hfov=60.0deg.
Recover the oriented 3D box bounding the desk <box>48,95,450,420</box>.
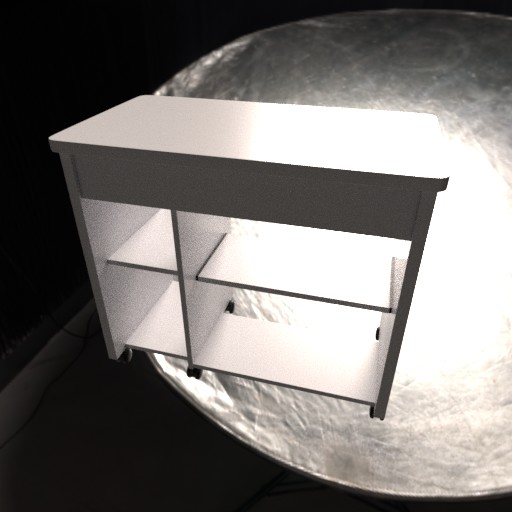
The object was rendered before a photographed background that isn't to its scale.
[{"bbox_3d":[0.000,0.000,1.302,0.877,0.763,0.475,9,33,13],"label":"desk"}]
